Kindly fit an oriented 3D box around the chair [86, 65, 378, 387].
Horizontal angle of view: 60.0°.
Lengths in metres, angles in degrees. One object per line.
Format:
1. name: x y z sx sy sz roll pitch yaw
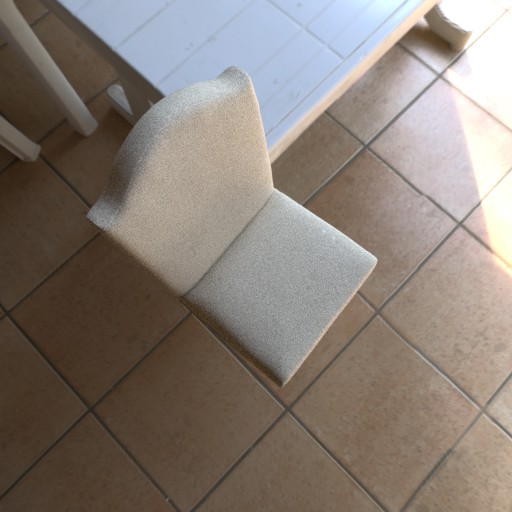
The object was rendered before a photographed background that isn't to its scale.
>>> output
1. chair: 0.000 0.000 1.418 0.648 1.012 0.534 38 78 9
